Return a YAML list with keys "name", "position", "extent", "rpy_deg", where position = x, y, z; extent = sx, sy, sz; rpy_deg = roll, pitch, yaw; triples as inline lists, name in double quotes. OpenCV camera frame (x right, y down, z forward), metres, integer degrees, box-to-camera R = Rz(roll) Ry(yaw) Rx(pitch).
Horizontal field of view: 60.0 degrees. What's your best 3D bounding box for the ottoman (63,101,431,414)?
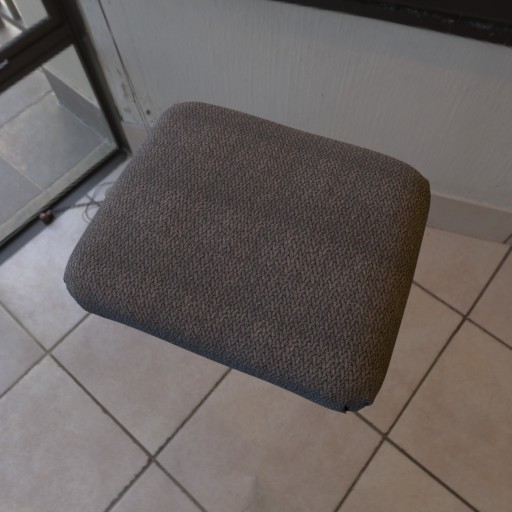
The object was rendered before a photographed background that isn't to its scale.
- name: "ottoman"
  position: [0.000, 0.000, 1.161]
  extent: [0.747, 0.450, 0.622]
  rpy_deg: [20, 65, 9]
